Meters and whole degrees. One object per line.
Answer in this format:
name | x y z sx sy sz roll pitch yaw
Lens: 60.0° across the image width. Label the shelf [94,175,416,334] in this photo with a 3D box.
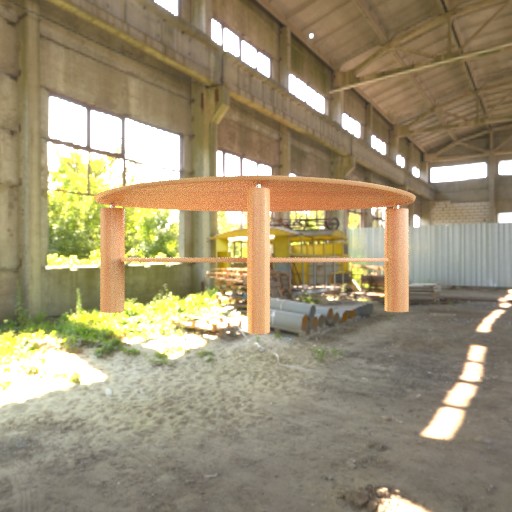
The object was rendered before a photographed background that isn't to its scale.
shelf | 0.000 0.000 1.633 1.246 0.440 0.845 0 0 -1
